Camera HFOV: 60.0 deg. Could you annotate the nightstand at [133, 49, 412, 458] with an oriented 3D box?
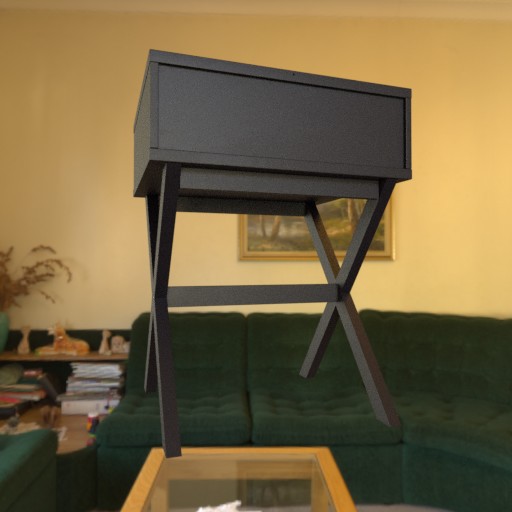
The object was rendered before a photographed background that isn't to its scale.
[{"bbox_3d":[0.000,0.000,0.936,0.479,0.623,0.402,0,-1,-19],"label":"nightstand"}]
